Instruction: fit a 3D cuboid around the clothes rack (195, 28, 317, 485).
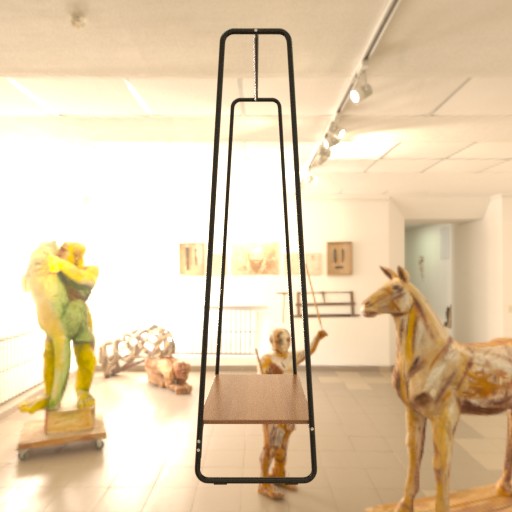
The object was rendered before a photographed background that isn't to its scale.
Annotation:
[{"bbox_3d":[0.000,0.000,1.769,0.400,1.500,0.640,0,-1,0],"label":"clothes rack"}]
